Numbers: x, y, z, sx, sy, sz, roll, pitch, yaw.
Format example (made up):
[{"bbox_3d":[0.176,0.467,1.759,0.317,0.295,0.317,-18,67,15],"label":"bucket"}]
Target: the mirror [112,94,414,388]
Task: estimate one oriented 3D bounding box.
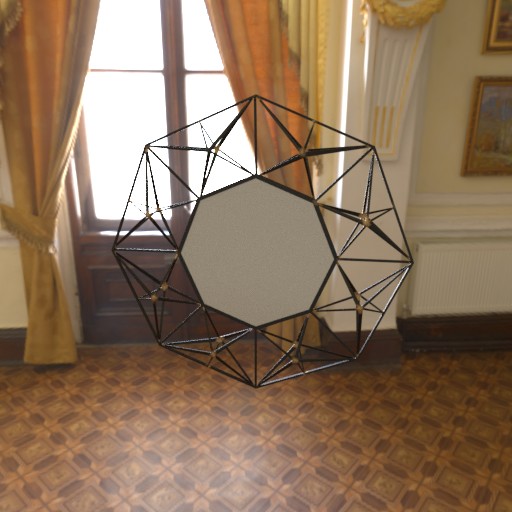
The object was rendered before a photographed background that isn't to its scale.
[{"bbox_3d":[0.000,0.000,1.034,0.710,0.710,0.094,2,17,8],"label":"mirror"}]
